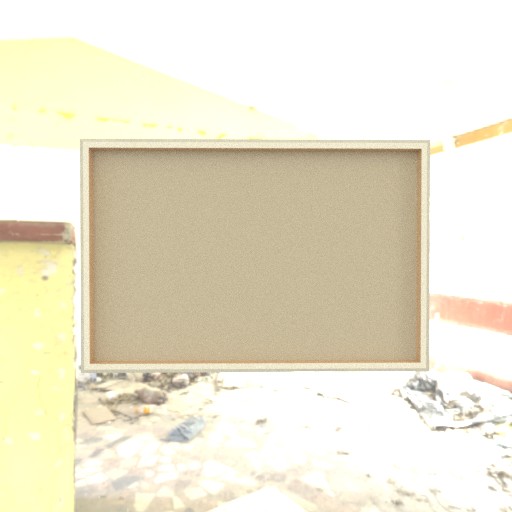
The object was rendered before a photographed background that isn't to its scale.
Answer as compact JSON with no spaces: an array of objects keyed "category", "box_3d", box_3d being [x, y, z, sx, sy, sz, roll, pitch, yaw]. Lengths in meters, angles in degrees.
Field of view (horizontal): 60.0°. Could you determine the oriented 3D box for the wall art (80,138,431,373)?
[{"category":"wall art","box_3d":[0.000,0.000,1.179,0.915,0.610,0.038,0,1,-1]}]
